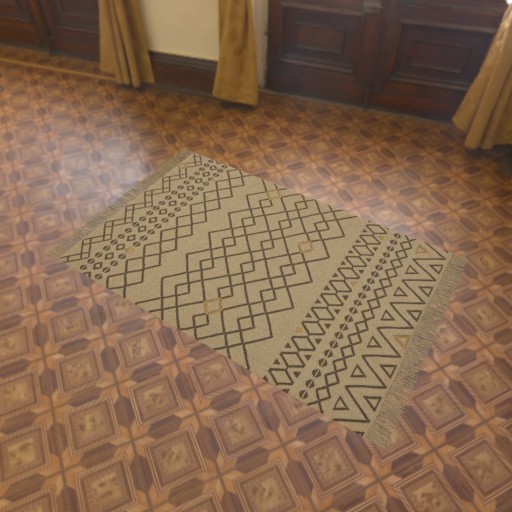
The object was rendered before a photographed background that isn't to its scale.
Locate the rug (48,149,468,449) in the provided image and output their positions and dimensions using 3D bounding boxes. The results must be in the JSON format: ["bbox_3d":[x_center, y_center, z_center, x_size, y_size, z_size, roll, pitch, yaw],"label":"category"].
[{"bbox_3d":[0.000,0.000,3.018,2.472,0.035,1.495,25,52,22],"label":"rug"}]
